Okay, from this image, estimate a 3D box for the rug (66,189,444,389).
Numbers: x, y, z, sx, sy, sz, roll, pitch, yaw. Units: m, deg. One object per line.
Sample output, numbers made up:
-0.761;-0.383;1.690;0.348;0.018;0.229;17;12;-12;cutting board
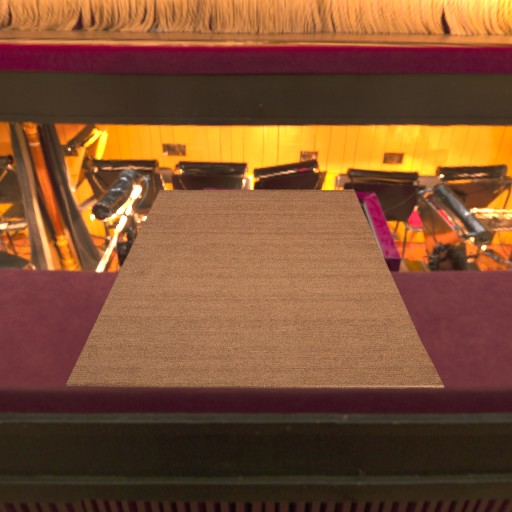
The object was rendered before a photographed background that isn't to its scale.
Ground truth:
0.000;0.000;4.946;2.873;0.053;3.778;0;32;0;rug
